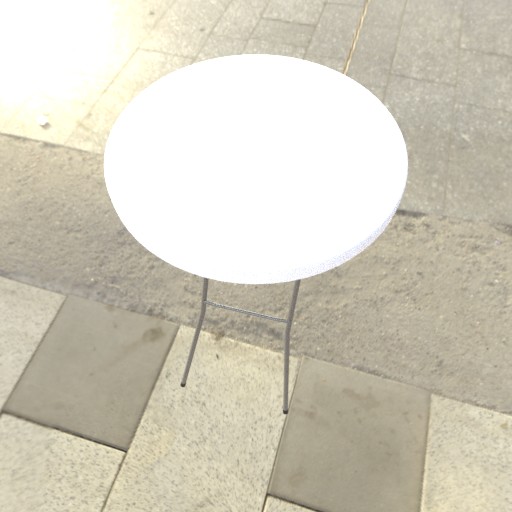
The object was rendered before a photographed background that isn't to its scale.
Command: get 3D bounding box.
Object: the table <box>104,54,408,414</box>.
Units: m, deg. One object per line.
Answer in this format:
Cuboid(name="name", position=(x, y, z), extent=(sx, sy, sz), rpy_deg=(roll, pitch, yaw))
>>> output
Cuboid(name="table", position=(0.000, 0.000, 1.634), extent=(0.792, 1.105, 0.795), rpy_deg=(12, 59, 8))
